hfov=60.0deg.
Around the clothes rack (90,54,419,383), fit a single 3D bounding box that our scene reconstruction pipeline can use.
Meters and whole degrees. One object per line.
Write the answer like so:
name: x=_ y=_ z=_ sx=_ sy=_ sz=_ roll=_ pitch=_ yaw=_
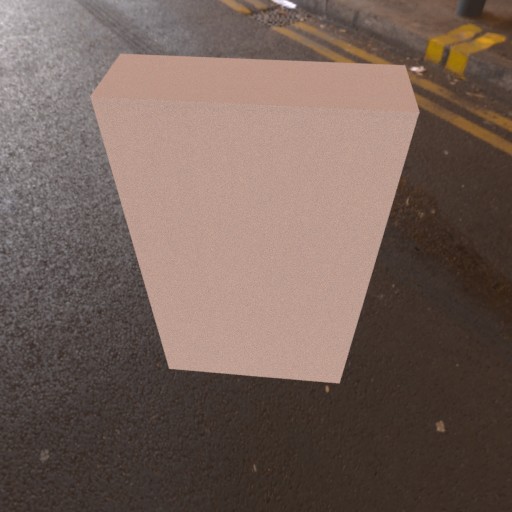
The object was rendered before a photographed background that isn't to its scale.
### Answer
clothes rack: x=0.000 y=0.000 z=1.557 sx=0.750 sy=1.280 sz=0.250 roll=4 pitch=47 yaw=4
